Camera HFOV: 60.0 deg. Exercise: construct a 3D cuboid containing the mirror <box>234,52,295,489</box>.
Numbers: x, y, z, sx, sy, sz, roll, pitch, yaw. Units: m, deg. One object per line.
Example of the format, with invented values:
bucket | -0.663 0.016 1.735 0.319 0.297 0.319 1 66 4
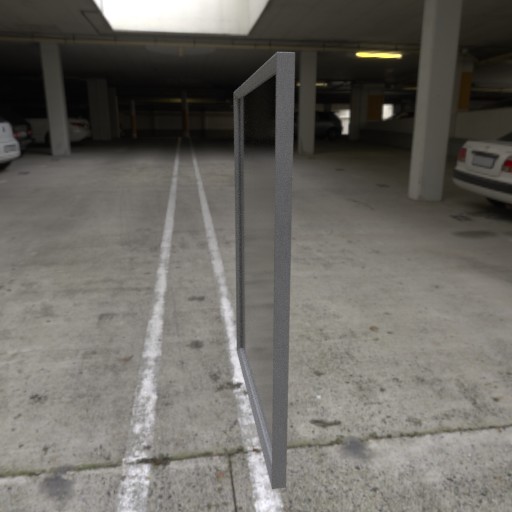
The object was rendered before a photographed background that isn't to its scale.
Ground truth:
mirror | 0.000 0.000 1.354 0.041 1.016 0.762 -2 15 -9
